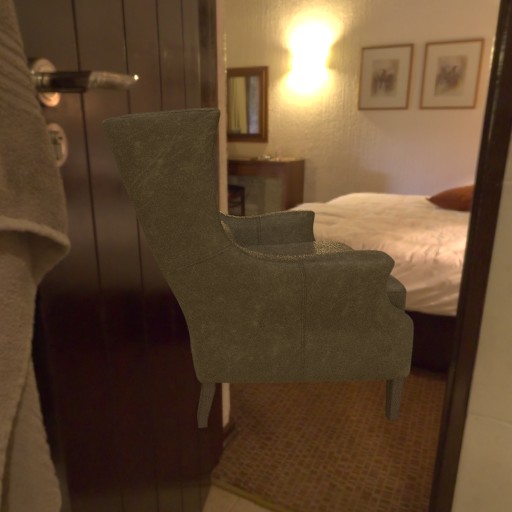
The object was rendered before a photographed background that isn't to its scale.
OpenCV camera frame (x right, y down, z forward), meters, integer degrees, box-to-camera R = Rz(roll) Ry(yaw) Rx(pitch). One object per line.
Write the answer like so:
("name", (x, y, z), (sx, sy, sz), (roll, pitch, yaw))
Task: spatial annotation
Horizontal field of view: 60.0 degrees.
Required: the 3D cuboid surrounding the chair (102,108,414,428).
("chair", (0.000, 0.000, 1.649), (0.926, 1.016, 0.853), (-3, 16, -10))
